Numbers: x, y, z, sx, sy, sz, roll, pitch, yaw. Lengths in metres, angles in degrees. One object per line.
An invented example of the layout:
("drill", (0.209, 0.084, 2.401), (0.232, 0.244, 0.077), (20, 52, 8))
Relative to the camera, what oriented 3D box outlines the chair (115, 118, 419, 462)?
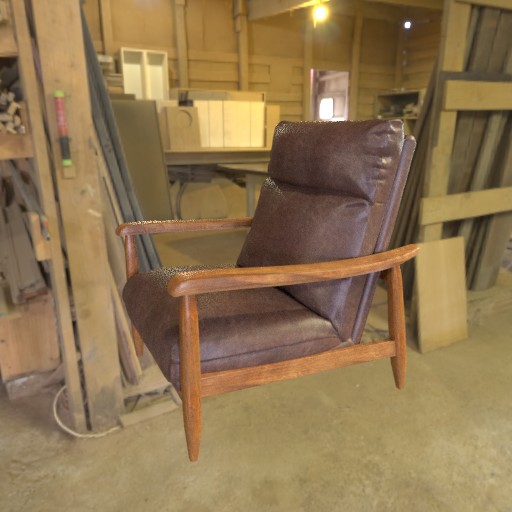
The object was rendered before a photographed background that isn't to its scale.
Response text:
("chair", (0.000, 0.000, 1.518), (0.830, 0.897, 0.782), (-8, 18, -26))
